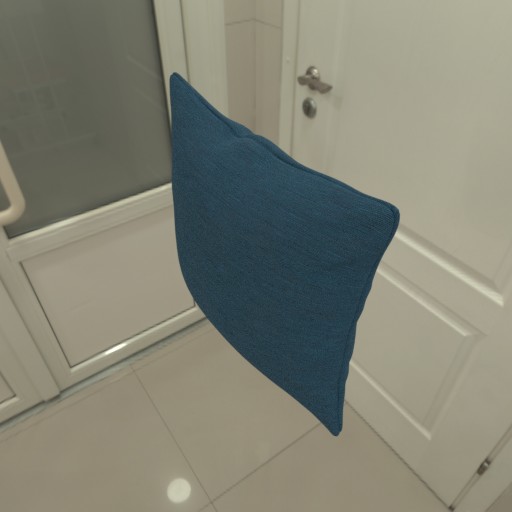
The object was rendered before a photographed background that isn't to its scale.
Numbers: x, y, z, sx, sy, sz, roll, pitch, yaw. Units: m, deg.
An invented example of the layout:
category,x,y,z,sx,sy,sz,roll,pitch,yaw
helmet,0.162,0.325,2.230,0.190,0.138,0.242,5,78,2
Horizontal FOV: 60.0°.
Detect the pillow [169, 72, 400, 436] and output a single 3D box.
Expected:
category,x,y,z,sx,sy,sz,roll,pitch,yaw
pillow,0.000,0.000,0.664,0.177,0.420,0.437,-25,47,-26
